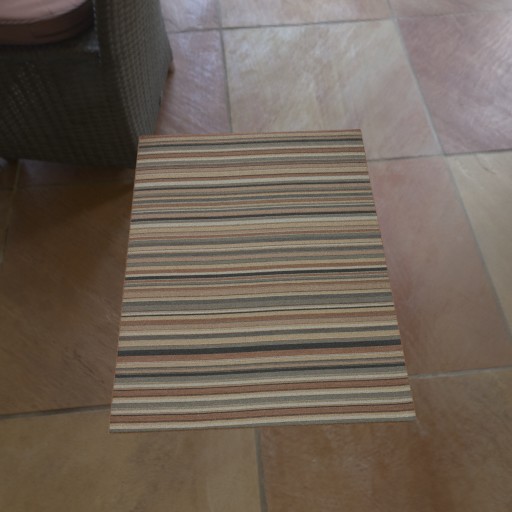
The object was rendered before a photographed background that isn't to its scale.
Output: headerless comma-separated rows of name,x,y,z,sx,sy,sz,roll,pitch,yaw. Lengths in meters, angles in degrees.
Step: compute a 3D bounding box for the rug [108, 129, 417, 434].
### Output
rug,0.000,0.000,4.177,2.436,0.011,3.045,-2,63,-1
